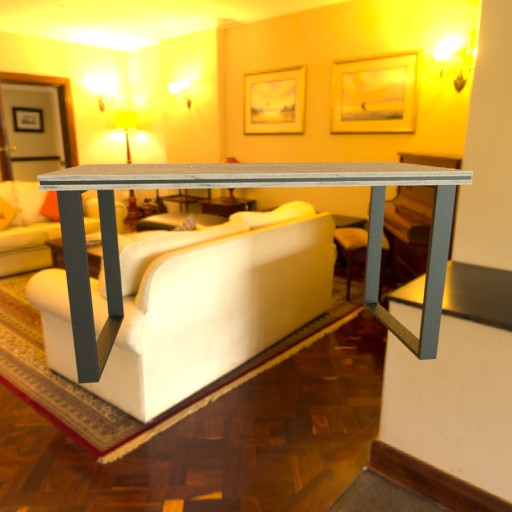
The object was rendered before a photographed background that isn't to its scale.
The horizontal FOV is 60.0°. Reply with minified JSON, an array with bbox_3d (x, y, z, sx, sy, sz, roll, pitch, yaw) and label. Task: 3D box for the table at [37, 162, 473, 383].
[{"bbox_3d":[0.000,0.000,2.285,1.778,0.899,0.795,-2,15,-7],"label":"table"}]
